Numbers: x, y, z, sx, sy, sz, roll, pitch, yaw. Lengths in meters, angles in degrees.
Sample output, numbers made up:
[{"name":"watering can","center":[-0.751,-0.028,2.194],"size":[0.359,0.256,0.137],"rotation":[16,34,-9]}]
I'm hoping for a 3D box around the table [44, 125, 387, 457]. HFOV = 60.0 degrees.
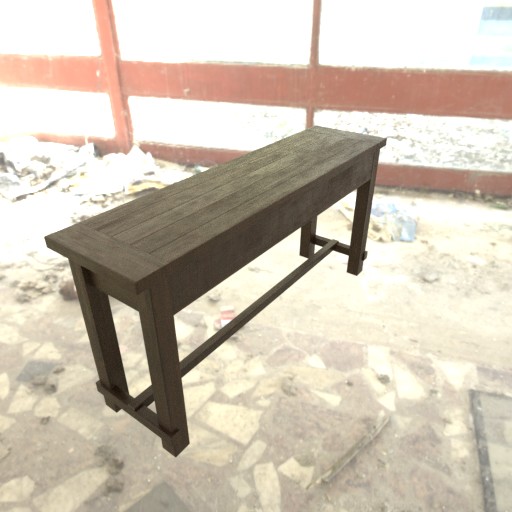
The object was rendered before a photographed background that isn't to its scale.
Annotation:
[{"name":"table","center":[0.000,0.000,1.961],"size":[0.442,0.762,1.599],"rotation":[21,37,31]}]
